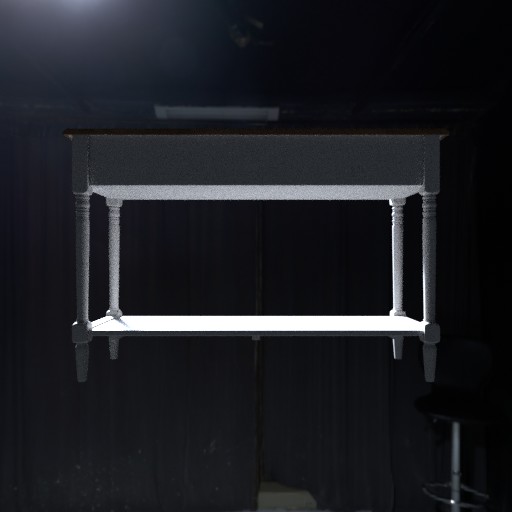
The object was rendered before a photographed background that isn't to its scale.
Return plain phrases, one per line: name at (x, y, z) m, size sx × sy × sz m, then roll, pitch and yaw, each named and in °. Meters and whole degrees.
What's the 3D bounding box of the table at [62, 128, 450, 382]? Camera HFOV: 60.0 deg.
table at (0.000, 0.000, 1.592) m, size 1.219 × 0.800 × 0.399 m, roll 0°, pitch 0°, yaw 0°
